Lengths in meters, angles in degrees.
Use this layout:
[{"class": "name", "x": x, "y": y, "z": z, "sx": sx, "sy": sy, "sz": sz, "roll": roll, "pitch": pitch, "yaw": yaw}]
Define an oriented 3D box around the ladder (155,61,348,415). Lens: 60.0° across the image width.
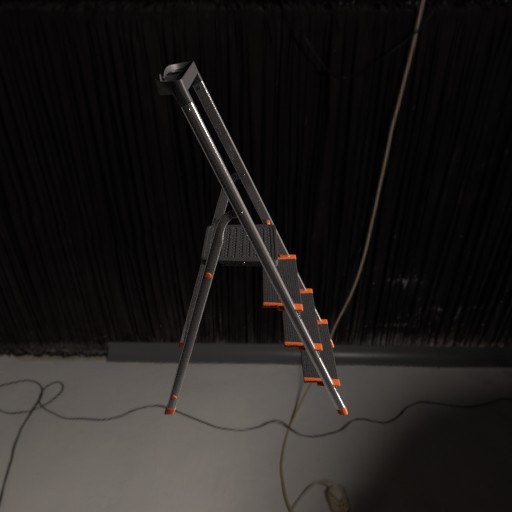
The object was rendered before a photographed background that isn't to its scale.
[{"class": "ladder", "x": 0.000, "y": 0.000, "z": 1.812, "sx": 0.834, "sy": 1.429, "sz": 0.452, "roll": 0, "pitch": 33, "yaw": 0}]
